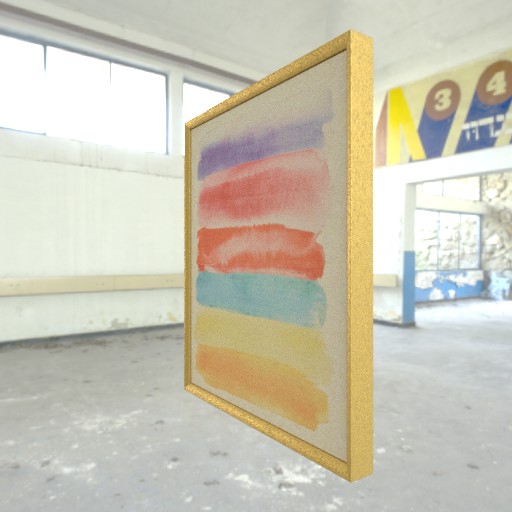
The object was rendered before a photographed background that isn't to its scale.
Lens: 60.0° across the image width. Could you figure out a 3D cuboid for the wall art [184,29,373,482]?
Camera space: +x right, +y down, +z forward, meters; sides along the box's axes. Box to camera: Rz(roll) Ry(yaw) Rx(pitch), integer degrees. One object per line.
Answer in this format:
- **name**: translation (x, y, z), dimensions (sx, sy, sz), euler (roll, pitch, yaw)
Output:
- **wall art**: translation (0.000, 0.000, 0.860), dimensions (0.048, 0.642, 0.537), euler (0, 0, -35)
